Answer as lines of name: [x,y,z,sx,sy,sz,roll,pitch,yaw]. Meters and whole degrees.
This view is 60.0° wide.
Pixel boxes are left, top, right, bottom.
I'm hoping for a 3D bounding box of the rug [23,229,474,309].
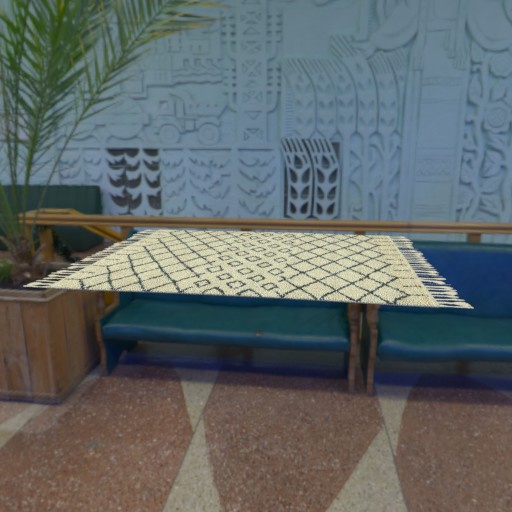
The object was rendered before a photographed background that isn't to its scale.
rug: [0.000,0.000,4.248,3.213,0.030,2.388,2,14,8]
